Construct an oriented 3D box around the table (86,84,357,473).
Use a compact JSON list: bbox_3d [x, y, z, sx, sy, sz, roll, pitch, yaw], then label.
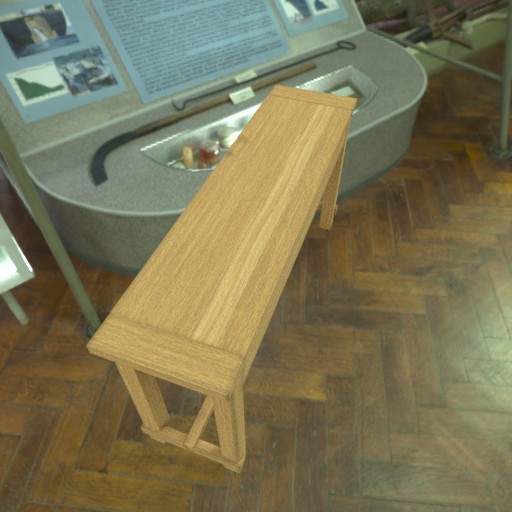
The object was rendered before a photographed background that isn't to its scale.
[{"bbox_3d":[0.000,0.000,1.931,0.442,0.762,1.599,15,49,14],"label":"table"}]
